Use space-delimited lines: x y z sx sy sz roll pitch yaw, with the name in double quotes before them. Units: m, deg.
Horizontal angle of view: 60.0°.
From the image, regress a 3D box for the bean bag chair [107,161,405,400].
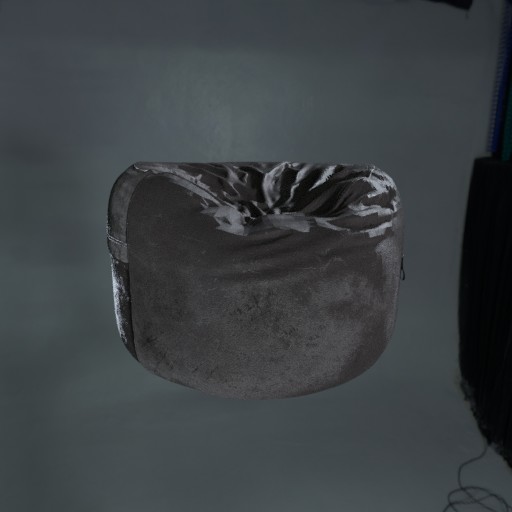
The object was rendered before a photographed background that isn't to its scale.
"bean bag chair" 0.000 0.000 1.456 0.918 0.605 0.918 0 14 0
